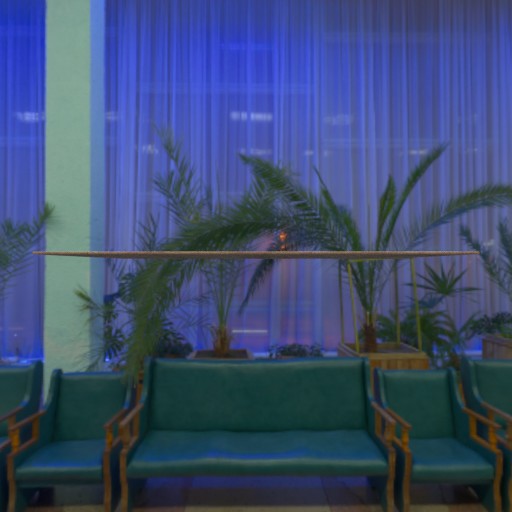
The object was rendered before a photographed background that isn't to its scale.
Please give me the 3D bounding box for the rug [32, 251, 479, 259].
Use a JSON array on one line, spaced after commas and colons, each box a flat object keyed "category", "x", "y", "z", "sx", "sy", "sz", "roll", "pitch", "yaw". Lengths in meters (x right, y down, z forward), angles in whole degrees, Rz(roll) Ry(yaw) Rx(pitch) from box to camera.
[{"category": "rug", "x": 0.000, "y": 0.000, "z": 3.138, "sx": 2.390, "sy": 0.015, "sz": 1.609, "roll": 0, "pitch": -1, "yaw": 1}]
